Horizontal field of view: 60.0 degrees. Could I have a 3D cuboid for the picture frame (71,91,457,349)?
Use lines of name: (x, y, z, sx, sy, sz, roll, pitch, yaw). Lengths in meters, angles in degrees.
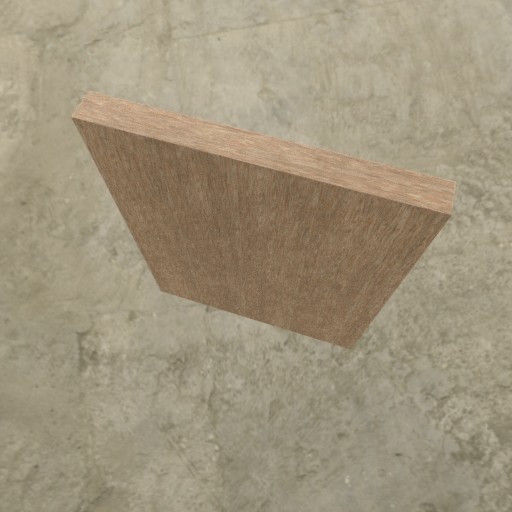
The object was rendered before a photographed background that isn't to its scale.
picture frame: (0.000, 0.000, 0.716, 0.424, 0.526, 0.043, 16, 65, 8)
